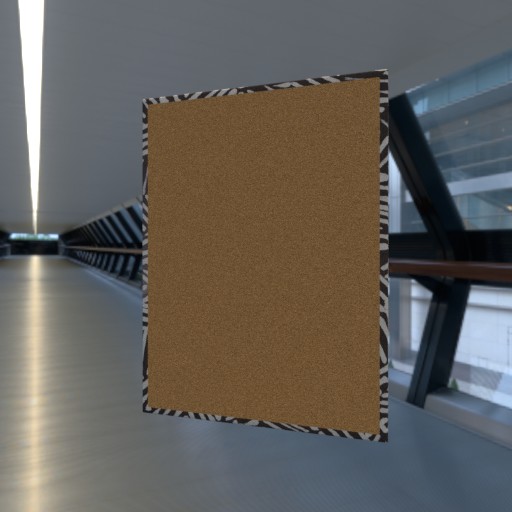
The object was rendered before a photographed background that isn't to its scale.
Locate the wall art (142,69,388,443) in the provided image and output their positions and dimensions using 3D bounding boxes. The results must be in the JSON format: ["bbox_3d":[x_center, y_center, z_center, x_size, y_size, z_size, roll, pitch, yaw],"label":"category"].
[{"bbox_3d":[0.000,0.000,1.338,0.765,1.017,0.038,0,0,18],"label":"wall art"}]
